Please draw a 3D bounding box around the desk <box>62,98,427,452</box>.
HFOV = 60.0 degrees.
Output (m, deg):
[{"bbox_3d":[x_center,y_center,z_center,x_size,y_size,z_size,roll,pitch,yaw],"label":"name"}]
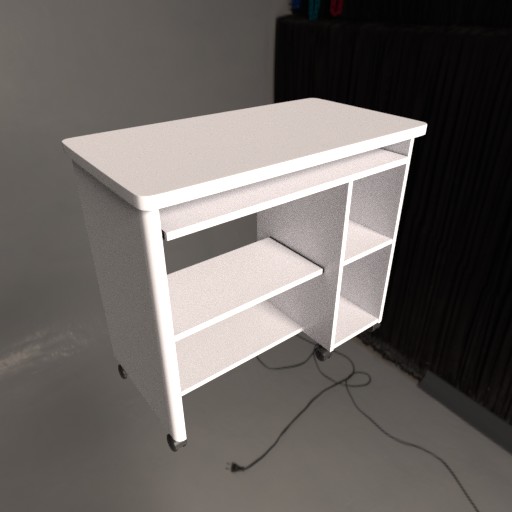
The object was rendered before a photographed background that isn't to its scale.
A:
[{"bbox_3d":[0.000,0.000,1.361,0.877,0.763,0.475,-21,37,-32],"label":"desk"}]
